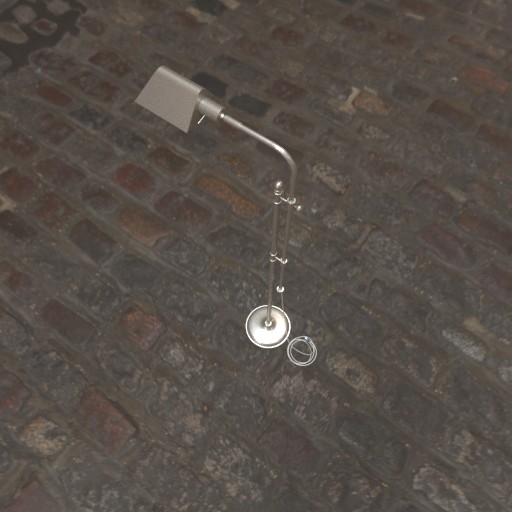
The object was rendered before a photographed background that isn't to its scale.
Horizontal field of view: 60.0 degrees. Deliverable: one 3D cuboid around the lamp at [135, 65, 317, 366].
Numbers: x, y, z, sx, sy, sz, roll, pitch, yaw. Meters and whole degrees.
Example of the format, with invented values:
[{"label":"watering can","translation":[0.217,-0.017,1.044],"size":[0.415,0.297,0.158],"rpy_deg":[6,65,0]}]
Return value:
[{"label":"lamp","translation":[0.000,0.000,1.887],"size":[0.813,1.571,0.256],"rpy_deg":[34,67,16]}]
